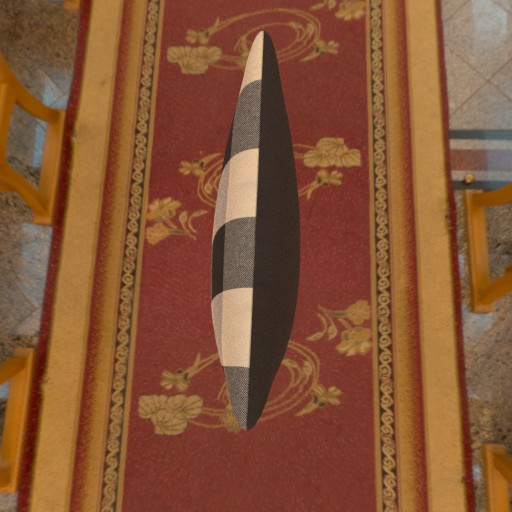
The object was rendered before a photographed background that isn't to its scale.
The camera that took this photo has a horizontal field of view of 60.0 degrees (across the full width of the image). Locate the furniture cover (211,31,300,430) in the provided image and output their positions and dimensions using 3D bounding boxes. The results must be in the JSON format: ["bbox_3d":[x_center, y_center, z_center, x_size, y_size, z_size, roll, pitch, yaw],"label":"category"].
[{"bbox_3d":[0.000,0.000,0.786,0.161,0.509,0.511,2,77,1],"label":"furniture cover"}]
